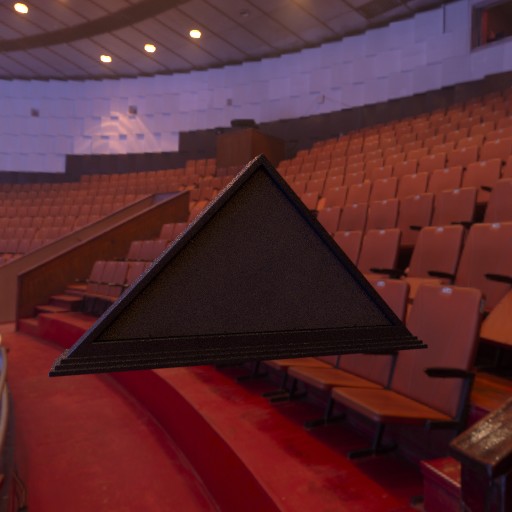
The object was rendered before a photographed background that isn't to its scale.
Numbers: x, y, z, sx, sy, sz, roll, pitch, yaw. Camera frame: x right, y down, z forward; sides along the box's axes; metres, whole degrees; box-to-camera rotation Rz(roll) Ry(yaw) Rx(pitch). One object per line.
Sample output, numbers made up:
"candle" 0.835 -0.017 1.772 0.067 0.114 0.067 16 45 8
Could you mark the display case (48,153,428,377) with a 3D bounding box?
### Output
"display case" 0.000 0.000 0.765 0.640 0.340 0.095 0 -1 -19
